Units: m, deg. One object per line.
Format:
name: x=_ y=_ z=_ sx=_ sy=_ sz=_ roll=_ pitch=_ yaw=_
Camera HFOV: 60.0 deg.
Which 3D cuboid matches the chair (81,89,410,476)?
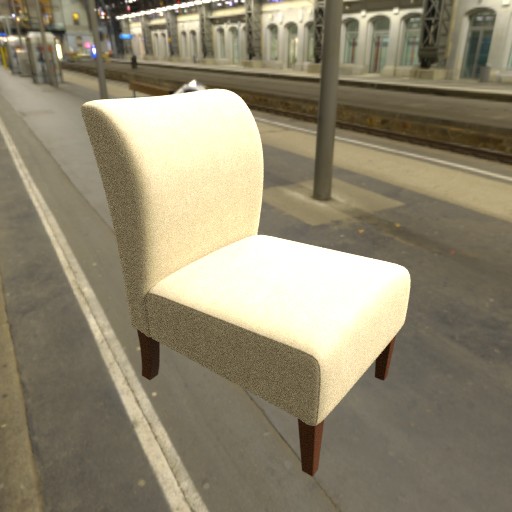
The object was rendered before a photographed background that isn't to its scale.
chair: x=0.000 y=0.000 z=1.261 sx=0.754 sy=0.833 sz=0.521 roll=18 pitch=31 yaw=34
